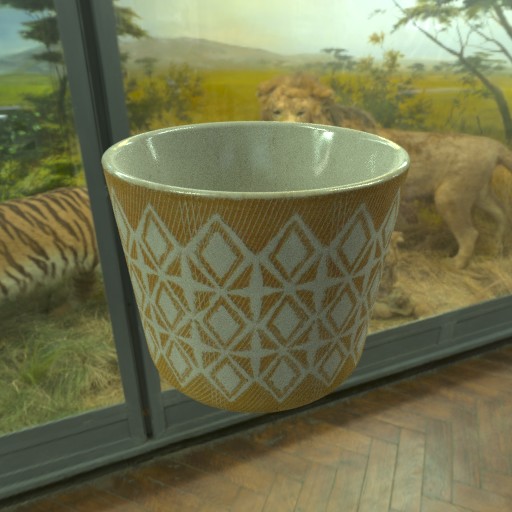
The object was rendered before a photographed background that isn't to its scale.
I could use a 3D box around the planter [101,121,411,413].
[{"bbox_3d":[0.000,0.000,0.213,0.126,0.104,0.126,0,27,0],"label":"planter"}]
